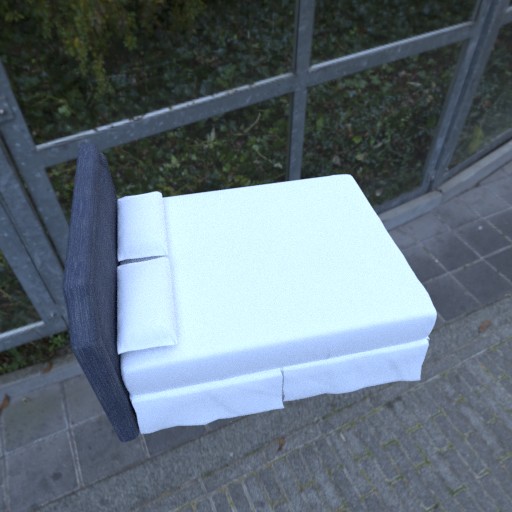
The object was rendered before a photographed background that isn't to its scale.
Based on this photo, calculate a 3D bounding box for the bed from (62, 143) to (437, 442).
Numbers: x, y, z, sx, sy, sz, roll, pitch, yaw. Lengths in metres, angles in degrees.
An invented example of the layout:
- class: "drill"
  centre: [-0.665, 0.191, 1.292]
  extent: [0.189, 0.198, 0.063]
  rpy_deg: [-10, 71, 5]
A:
- class: "bed"
  centre: [0.000, 0.000, 3.074]
  extent: [2.116, 1.290, 1.693]
  rpy_deg: [-9, 46, -9]
